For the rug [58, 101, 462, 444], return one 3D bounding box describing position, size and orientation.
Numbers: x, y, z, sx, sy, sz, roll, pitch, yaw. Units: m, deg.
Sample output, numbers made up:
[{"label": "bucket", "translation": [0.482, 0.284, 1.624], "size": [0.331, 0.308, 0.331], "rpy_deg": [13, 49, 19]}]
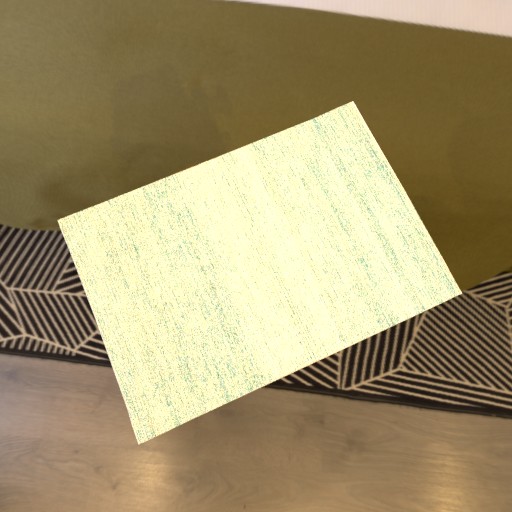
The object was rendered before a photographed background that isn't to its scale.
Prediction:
[{"label": "rug", "translation": [0.000, 0.000, 3.004], "size": [2.305, 0.029, 1.593], "rpy_deg": [-23, 77, -6]}]
